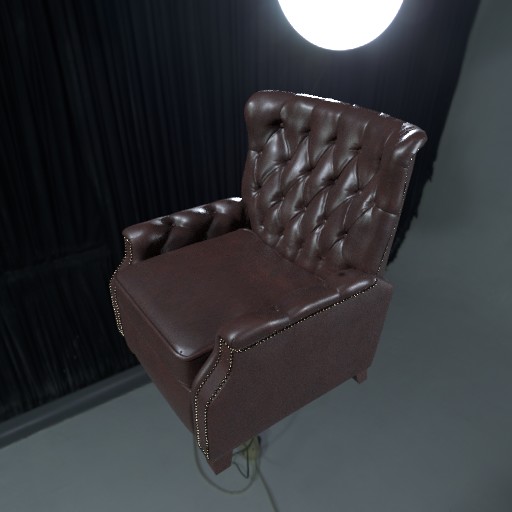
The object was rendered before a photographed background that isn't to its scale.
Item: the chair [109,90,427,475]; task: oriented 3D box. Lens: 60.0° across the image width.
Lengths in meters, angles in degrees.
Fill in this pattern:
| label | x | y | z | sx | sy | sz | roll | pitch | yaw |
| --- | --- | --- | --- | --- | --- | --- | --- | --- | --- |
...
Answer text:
| label | x | y | z | sx | sy | sz | roll | pitch | yaw |
| --- | --- | --- | --- | --- | --- | --- | --- | --- | --- |
| chair | 0.000 | 0.000 | 1.439 | 0.823 | 0.864 | 0.709 | -21 | 37 | -30 |
